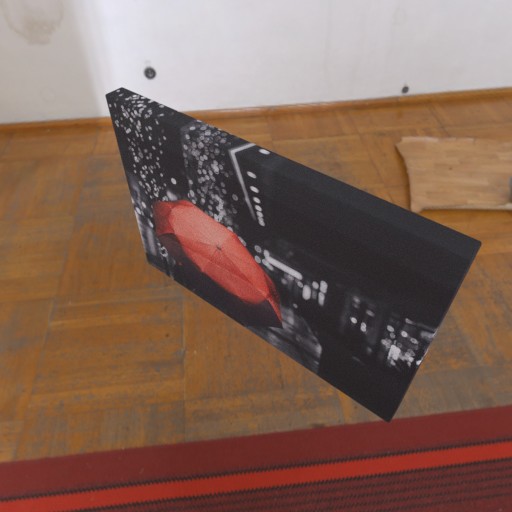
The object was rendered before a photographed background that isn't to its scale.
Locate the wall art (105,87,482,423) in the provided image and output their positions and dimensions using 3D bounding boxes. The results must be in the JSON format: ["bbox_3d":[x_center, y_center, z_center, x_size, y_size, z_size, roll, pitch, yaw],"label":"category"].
[{"bbox_3d":[0.000,0.000,0.755,0.609,0.406,0.037,30,53,26],"label":"wall art"}]
